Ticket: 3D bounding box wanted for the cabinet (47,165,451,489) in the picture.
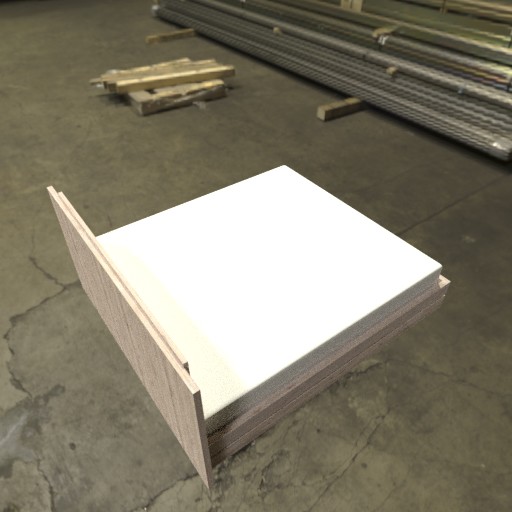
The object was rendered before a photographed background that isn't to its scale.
[{"bbox_3d":[0.000,0.000,3.178,2.080,0.970,1.950,-26,47,-27],"label":"cabinet"}]
